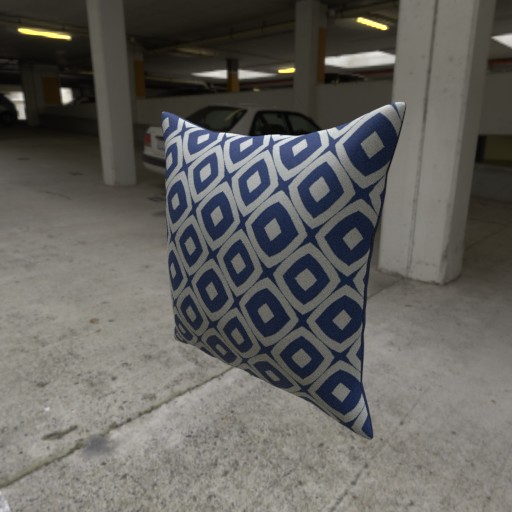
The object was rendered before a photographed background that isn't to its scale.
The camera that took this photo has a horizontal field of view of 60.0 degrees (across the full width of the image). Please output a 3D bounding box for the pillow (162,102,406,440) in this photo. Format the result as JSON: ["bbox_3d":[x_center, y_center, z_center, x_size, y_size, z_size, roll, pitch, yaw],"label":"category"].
[{"bbox_3d":[0.000,0.000,0.777,0.504,0.494,0.188,15,22,41],"label":"pillow"}]
